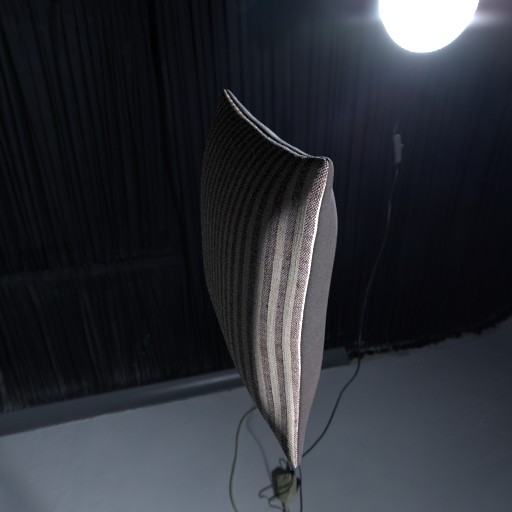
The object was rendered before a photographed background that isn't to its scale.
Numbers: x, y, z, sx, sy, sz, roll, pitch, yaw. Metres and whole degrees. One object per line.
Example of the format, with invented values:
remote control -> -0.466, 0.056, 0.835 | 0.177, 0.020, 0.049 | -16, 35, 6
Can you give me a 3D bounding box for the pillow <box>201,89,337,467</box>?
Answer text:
pillow -> 0.000, 0.000, 0.805 | 0.166, 0.506, 0.523 | -8, 30, -14
